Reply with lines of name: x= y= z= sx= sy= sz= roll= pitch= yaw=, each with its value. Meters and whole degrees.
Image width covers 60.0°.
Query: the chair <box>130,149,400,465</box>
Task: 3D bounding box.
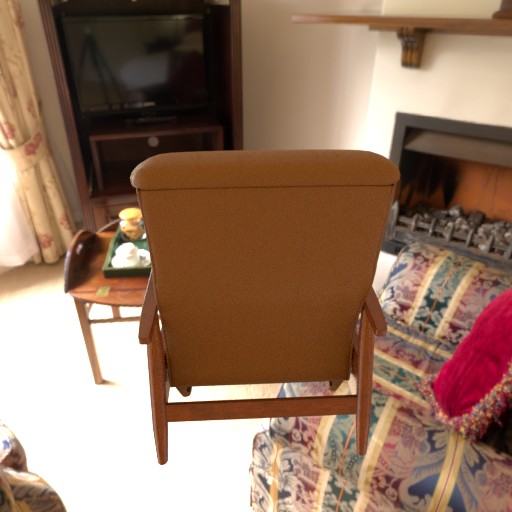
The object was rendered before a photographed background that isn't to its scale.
chair: x=0.000 y=0.000 z=1.697 sx=0.762 sy=1.082 sz=1.014 roll=-2 pitch=30 yaw=-3
